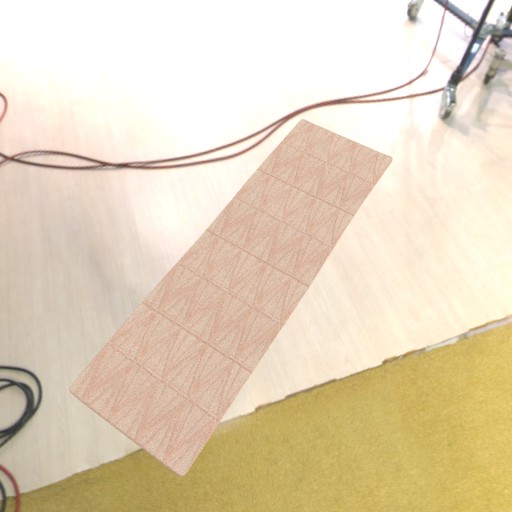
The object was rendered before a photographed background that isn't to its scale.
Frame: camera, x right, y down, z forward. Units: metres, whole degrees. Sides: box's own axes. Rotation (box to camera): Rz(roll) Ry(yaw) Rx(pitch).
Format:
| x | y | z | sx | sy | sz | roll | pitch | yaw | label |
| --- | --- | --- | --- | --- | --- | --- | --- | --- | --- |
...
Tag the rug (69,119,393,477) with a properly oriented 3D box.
| x | y | z | sx | sy | sz | roll | pitch | yaw | label |
| --- | --- | --- | --- | --- | --- | --- | --- | --- | --- |
| 0.000 | 0.000 | 2.720 | 0.760 | 0.015 | 2.435 | 29 | 63 | 17 | rug |
